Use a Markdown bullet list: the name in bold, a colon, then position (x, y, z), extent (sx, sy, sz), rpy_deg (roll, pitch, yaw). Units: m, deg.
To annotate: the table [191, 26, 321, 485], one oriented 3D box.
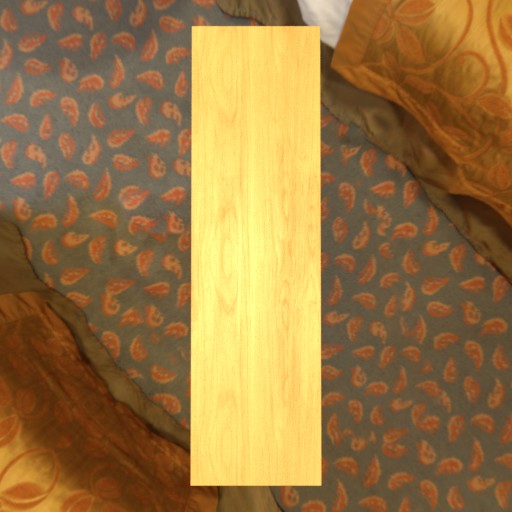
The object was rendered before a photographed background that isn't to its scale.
- **table**: position (0.000, 0.000, 1.559), extent (0.350, 0.730, 1.240), rpy_deg (0, 89, 0)
